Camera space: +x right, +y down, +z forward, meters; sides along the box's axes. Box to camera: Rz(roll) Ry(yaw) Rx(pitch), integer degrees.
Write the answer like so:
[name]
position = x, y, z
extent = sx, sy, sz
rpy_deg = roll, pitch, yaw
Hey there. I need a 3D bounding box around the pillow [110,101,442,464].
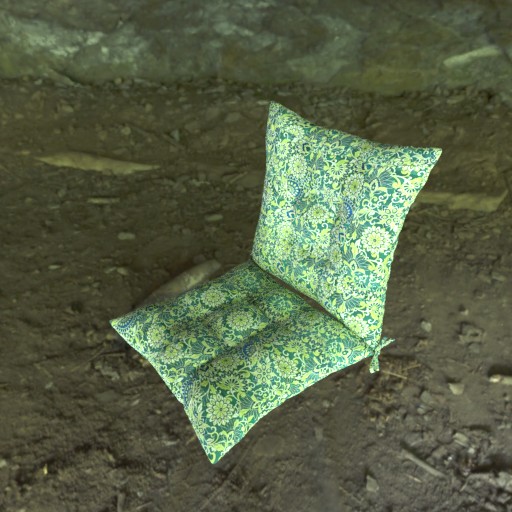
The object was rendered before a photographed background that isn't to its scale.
[pillow]
position = 0.000, 0.000, 1.015
extent = 0.585, 0.536, 0.541
rpy_deg = -22, 39, -31
